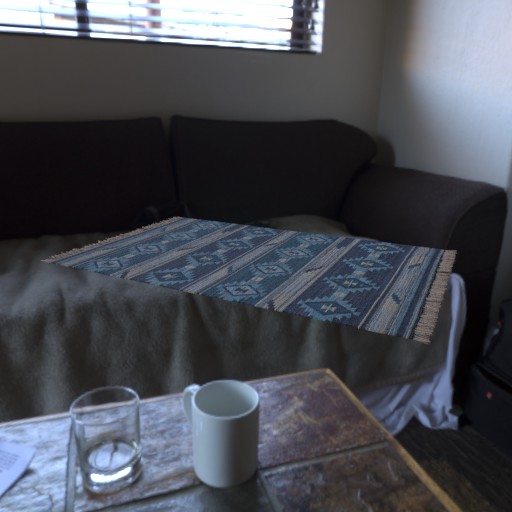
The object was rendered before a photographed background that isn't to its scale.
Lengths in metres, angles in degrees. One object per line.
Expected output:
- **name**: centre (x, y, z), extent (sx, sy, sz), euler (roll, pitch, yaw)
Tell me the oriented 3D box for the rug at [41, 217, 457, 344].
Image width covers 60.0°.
- **rug**: centre (0.000, 0.000, 2.399), extent (1.936, 0.028, 1.181), euler (9, 20, 26)
